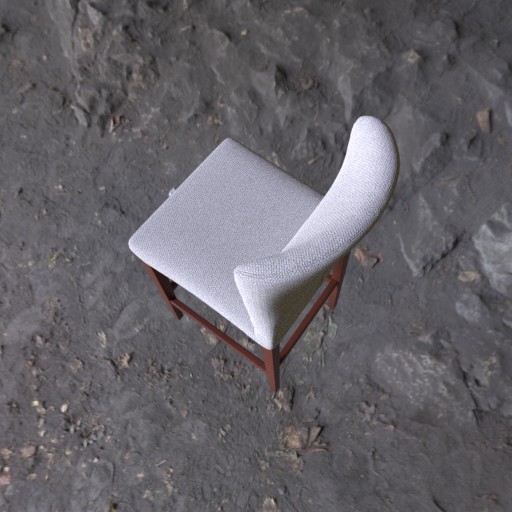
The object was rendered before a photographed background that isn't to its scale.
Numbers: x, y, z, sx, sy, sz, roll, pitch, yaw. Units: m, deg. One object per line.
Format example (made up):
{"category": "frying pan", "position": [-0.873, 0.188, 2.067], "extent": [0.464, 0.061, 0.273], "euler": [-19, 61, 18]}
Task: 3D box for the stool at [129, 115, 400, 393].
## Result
{"category": "stool", "position": [0.000, 0.000, 1.356], "extent": [0.568, 1.069, 0.481], "euler": [33, 69, 15]}
